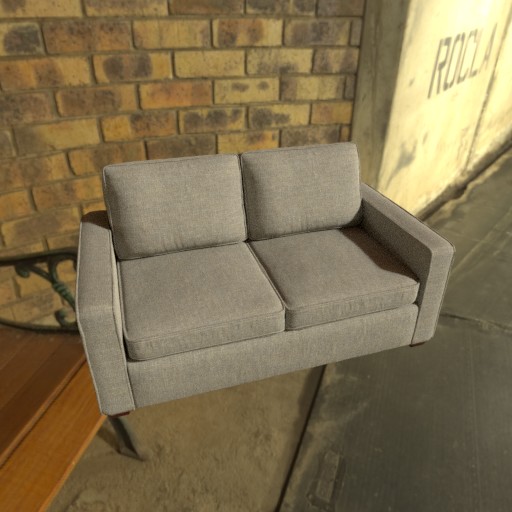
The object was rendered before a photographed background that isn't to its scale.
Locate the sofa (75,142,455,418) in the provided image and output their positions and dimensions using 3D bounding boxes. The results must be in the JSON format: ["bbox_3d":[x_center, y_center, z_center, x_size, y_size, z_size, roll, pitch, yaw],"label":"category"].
[{"bbox_3d":[0.000,0.000,2.286,1.706,0.915,0.945,-9,32,-15],"label":"sofa"}]
